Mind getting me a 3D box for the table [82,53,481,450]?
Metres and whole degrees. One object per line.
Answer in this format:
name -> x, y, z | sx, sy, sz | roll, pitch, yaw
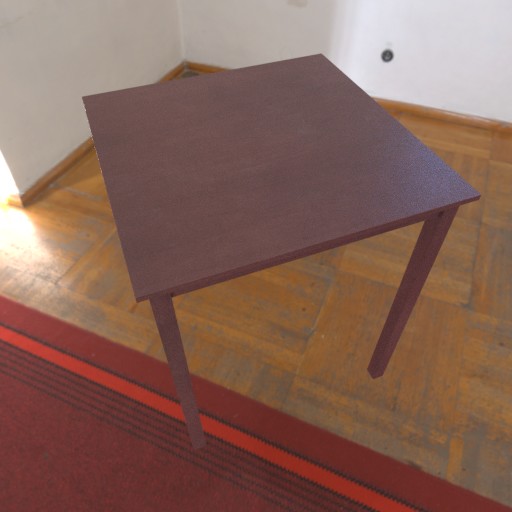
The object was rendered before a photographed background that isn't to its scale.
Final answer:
table -> 0.000, 0.000, 1.627 | 0.861, 0.991, 0.861 | -16, 50, -14
